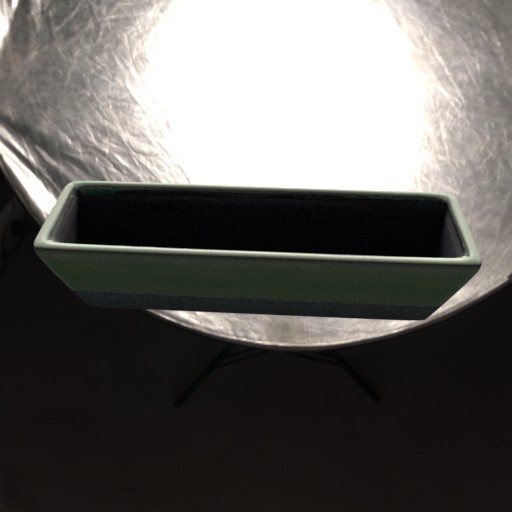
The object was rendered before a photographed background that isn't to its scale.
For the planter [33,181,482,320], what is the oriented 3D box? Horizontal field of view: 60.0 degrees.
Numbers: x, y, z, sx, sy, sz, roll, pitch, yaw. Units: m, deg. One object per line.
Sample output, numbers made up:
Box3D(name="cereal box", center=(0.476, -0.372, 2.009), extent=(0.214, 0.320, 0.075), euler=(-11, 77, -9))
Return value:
Box3D(name="planter", center=(0.000, 0.000, 0.315), extent=(0.275, 0.072, 0.072), euler=(2, 47, 2))
